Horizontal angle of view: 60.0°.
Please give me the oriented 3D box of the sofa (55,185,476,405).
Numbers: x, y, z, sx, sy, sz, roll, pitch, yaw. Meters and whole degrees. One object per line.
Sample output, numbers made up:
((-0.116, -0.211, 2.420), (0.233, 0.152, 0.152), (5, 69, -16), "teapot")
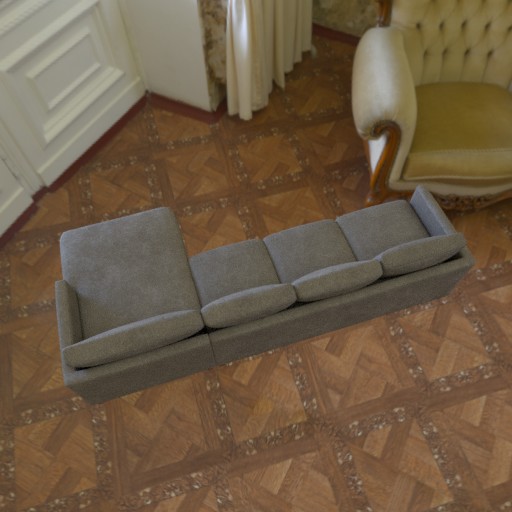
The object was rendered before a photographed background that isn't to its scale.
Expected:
((0.000, 0.000, 4.087), (3.471, 0.950, 1.604), (-15, 60, -9), "sofa")
